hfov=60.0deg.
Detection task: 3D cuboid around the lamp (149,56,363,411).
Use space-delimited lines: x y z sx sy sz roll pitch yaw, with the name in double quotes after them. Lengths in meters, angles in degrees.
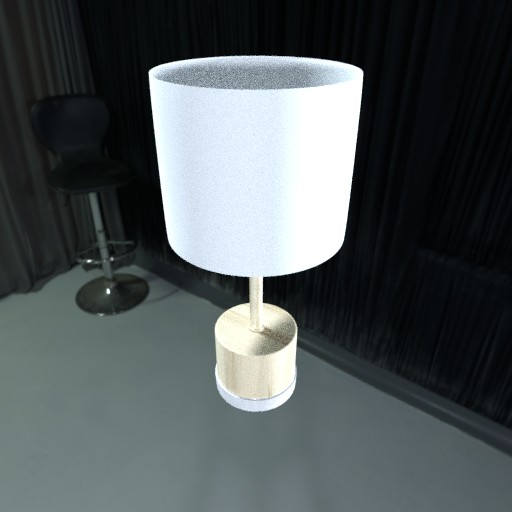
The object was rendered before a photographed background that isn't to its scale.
0.000 0.000 0.599 0.229 0.470 0.229 20 36 30 "lamp"
